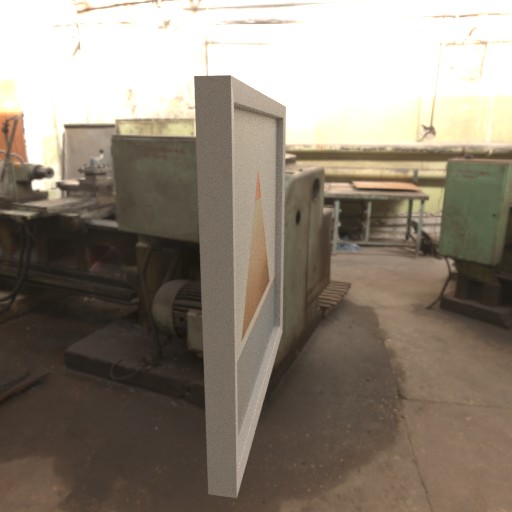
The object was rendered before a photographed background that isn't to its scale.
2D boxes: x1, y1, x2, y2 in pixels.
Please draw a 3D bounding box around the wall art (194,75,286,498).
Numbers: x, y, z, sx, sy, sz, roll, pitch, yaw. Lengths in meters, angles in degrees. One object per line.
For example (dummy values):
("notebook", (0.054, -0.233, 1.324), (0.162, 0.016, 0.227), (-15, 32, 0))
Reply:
("wall art", (0.000, 0.000, 1.900), (0.098, 1.291, 1.289), (3, 15, 10))
